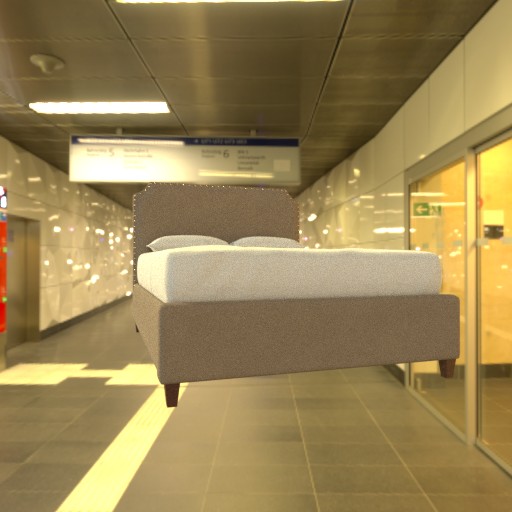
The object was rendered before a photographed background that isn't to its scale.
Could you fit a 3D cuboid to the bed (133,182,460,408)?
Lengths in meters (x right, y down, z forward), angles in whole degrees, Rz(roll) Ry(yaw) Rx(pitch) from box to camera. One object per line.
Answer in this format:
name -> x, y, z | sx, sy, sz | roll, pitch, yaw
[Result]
bed -> 0.000, 0.000, 3.368 | 1.703, 1.415, 2.329 | 0, -1, -19
